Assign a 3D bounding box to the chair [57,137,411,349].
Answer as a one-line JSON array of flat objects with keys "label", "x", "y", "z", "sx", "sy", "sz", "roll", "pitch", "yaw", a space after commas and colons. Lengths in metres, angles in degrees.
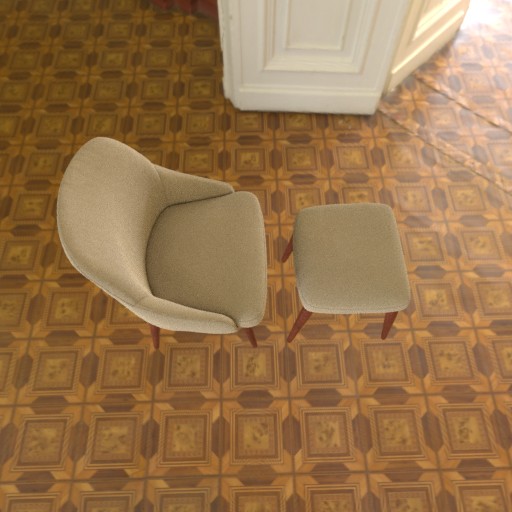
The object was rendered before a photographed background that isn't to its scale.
[{"label": "chair", "x": 0.000, "y": 0.000, "z": 1.634, "sx": 1.114, "sy": 0.866, "sz": 0.584, "roll": -2, "pitch": 62, "yaw": -1}]
